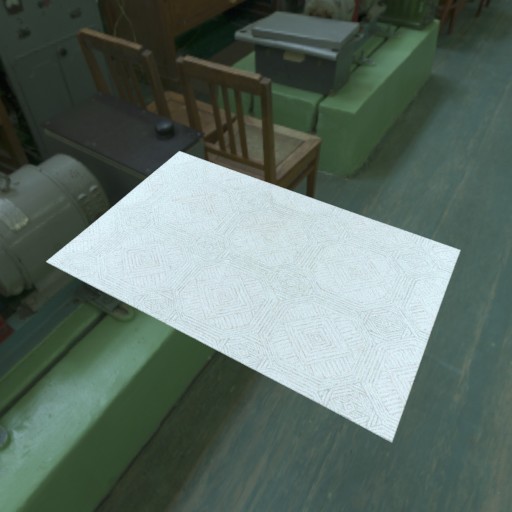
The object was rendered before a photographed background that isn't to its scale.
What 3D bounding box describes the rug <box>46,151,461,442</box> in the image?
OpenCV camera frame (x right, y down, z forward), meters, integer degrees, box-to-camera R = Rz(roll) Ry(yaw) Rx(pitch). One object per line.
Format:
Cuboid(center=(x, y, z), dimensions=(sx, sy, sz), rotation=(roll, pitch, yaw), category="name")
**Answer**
Cuboid(center=(0.000, 0.000, 3.069), dimensions=(2.440, 0.008, 1.524), rotation=(23, 51, 20), category="rug")
